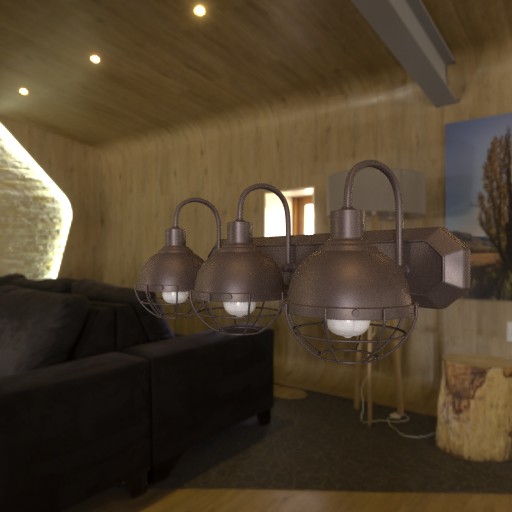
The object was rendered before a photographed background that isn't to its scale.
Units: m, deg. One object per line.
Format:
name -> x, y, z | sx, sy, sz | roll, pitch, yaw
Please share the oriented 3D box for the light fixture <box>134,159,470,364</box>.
light fixture -> 0.000, 0.000, 0.766 | 0.229, 0.254, 0.634 | 0, 0, -37
